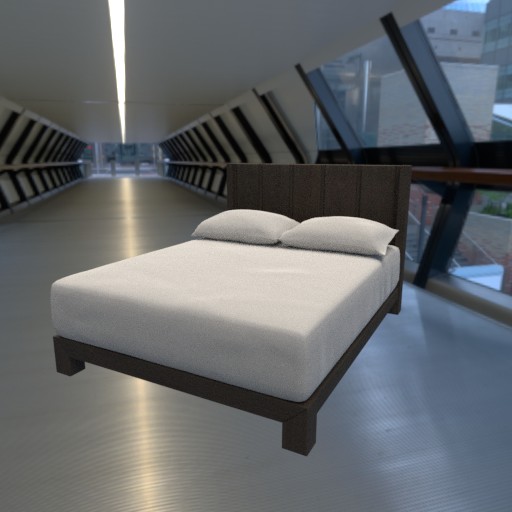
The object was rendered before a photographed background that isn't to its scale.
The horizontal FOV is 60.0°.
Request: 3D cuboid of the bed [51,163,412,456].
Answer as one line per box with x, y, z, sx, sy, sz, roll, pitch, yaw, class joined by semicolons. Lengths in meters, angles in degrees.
0.000;0.000;3.245;1.727;1.270;2.242;7;15;27;bed
